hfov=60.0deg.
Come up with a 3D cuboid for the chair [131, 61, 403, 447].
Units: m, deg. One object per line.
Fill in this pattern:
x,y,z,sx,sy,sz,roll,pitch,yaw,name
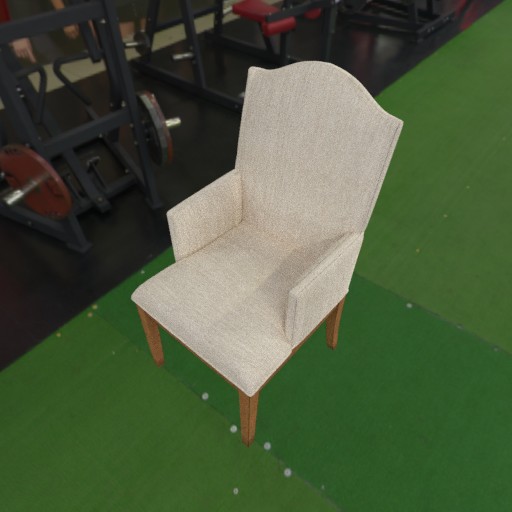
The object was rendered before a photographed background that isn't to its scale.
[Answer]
0.000,0.000,1.392,0.533,1.016,0.641,32,53,28,chair
